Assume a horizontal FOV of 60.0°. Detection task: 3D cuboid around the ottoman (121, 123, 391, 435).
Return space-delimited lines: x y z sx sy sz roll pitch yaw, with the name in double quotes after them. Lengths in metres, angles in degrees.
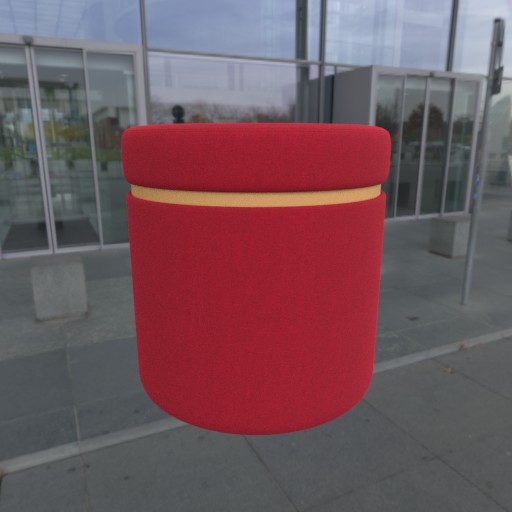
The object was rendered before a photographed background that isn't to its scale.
0.000 0.000 0.728 0.400 0.406 0.400 0 14 0 "ottoman"
